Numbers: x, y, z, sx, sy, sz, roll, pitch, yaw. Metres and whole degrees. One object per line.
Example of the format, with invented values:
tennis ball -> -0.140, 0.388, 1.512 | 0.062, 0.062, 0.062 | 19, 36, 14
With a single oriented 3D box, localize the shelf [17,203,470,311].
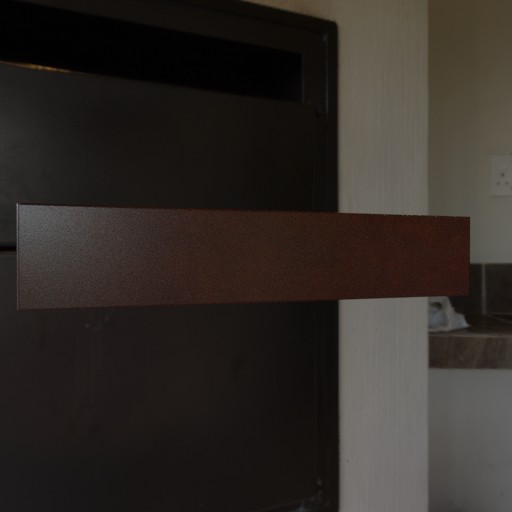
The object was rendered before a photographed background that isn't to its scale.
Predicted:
shelf -> 0.000, 0.000, 0.503 | 0.457, 0.088, 0.152 | 0, 0, -18
